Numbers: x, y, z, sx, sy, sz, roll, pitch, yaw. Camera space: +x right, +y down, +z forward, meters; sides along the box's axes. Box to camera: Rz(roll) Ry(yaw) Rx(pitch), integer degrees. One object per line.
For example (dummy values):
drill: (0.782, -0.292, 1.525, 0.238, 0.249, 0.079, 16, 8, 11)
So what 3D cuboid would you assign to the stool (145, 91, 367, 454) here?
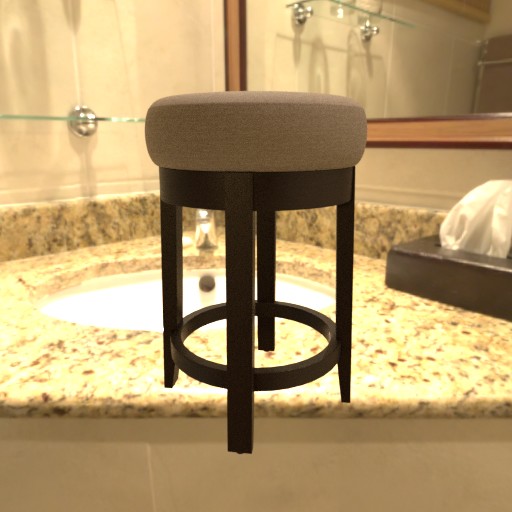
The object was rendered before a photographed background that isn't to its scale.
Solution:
stool: (0.000, 0.000, 0.975, 0.443, 0.672, 0.443, 0, 15, 0)
